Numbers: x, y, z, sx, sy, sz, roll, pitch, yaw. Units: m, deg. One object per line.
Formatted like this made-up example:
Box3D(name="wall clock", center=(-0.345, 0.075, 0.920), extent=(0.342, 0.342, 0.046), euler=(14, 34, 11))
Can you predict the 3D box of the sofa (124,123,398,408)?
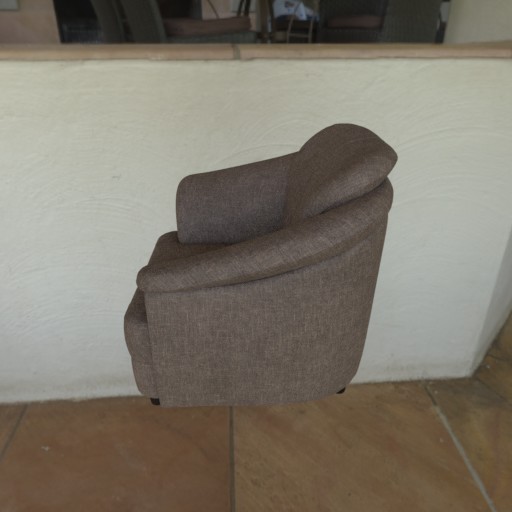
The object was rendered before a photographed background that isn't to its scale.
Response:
Box3D(name="sofa", center=(0.000, 0.000, 1.522), extent=(0.794, 0.811, 0.870), euler=(0, 27, -1))
